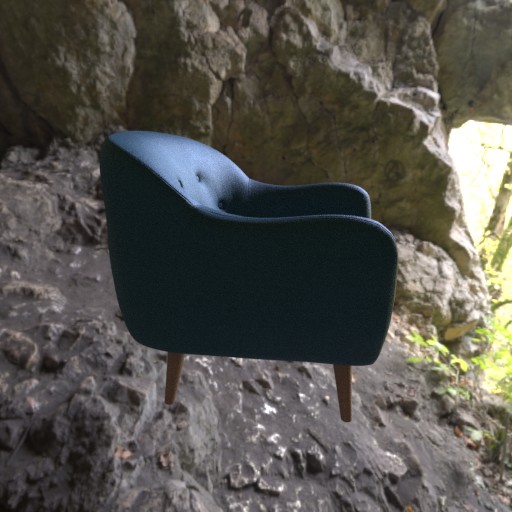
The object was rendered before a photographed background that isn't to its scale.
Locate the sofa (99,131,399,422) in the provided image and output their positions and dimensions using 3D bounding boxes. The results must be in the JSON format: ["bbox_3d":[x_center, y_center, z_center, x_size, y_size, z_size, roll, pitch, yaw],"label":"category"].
[{"bbox_3d":[0.000,0.000,1.503,0.825,0.817,0.836,2,15,9],"label":"sofa"}]
